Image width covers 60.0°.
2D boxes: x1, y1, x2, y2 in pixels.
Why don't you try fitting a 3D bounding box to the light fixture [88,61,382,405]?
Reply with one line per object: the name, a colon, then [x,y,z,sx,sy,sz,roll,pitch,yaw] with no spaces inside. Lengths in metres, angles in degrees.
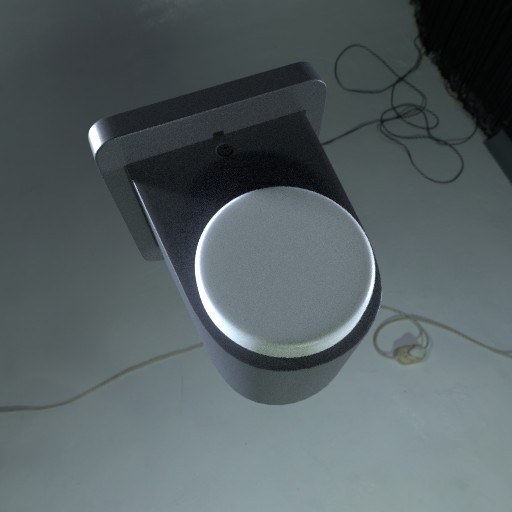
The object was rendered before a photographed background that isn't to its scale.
light fixture: [0.000,0.000,0.215,0.109,0.109,0.132,-20,65,-10]
